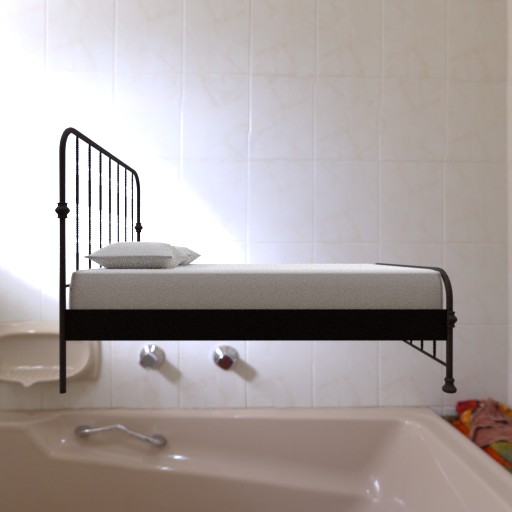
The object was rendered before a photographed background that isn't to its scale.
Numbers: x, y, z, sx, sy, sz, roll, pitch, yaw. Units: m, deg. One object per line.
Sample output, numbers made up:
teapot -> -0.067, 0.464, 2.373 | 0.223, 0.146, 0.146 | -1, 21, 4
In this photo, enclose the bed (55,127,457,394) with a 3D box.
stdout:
bed -> 0.000, 0.000, 3.124 | 2.134, 1.446, 1.616 | 0, 0, 0
